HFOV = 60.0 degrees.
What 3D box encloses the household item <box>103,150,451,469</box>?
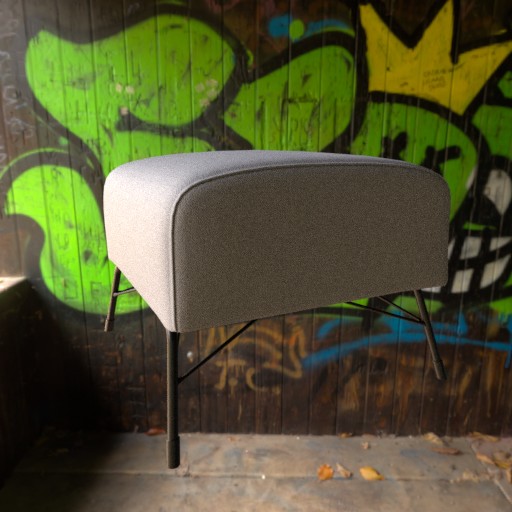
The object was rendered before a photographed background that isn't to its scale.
[{"bbox_3d":[0.000,0.000,0.881,0.530,0.410,0.530,-7,15,-26],"label":"household item"}]
